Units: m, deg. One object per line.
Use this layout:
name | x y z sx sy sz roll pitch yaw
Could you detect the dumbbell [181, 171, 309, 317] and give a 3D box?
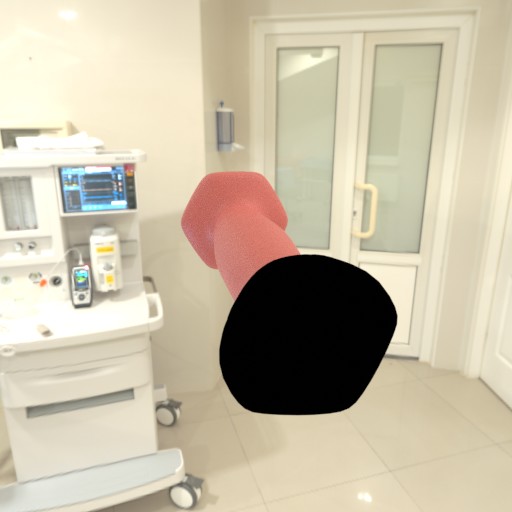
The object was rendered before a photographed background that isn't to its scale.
dumbbell | 0.000 0.000 0.144 0.047 0.043 0.123 -3 17 -10
